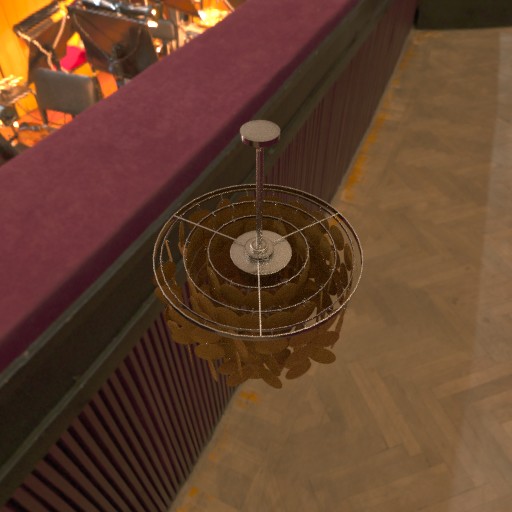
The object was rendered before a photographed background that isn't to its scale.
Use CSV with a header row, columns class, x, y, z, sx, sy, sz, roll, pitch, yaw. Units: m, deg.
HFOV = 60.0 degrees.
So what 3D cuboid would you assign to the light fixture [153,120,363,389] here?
class,x,y,z,sx,sy,sz,roll,pitch,yaw
light fixture,0.000,0.000,0.770,0.368,0.492,0.368,0,47,0
